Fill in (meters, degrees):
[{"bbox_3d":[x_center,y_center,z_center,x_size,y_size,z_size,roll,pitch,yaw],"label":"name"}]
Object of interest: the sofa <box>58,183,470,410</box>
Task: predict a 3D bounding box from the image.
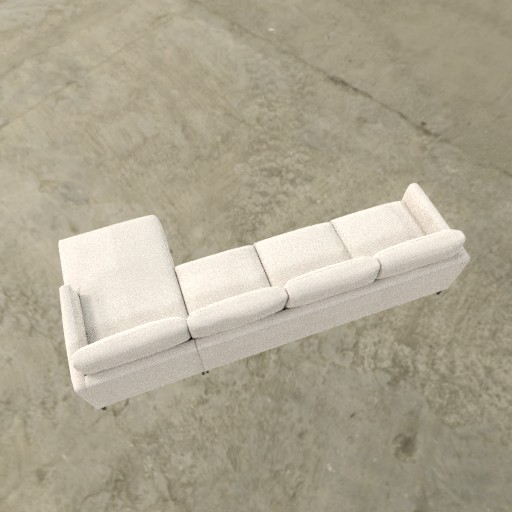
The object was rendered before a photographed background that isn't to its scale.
[{"bbox_3d":[0.000,0.000,2.912,2.445,0.677,1.126,-17,60,-10],"label":"sofa"}]
